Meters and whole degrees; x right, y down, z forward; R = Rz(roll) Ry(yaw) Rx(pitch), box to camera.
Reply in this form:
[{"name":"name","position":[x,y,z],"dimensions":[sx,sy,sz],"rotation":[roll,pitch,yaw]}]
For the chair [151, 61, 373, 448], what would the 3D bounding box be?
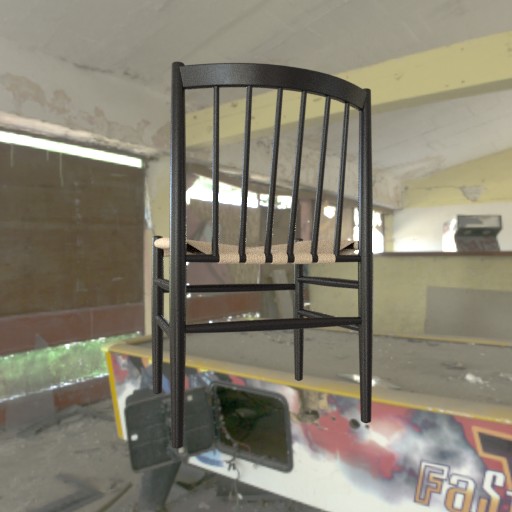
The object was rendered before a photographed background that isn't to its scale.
[{"name":"chair","position":[0.000,0.000,1.168],"dimensions":[0.495,0.818,0.516],"rotation":[0,-1,-18]}]
